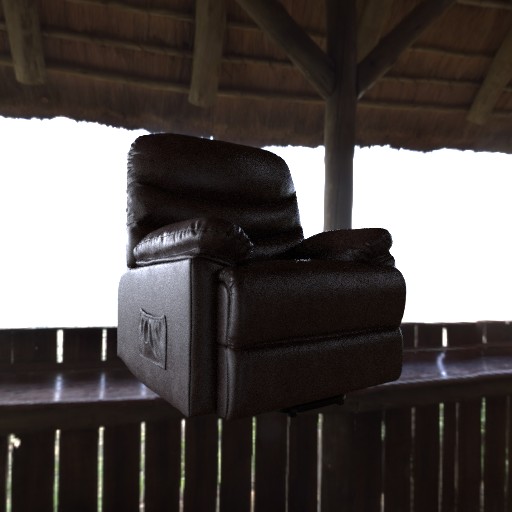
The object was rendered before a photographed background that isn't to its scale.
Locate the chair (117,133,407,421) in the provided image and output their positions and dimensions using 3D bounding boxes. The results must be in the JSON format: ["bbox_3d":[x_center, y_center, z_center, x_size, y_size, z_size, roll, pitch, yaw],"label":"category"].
[{"bbox_3d":[0.000,0.000,1.768,0.940,1.041,0.879,0,-1,-35],"label":"chair"}]
